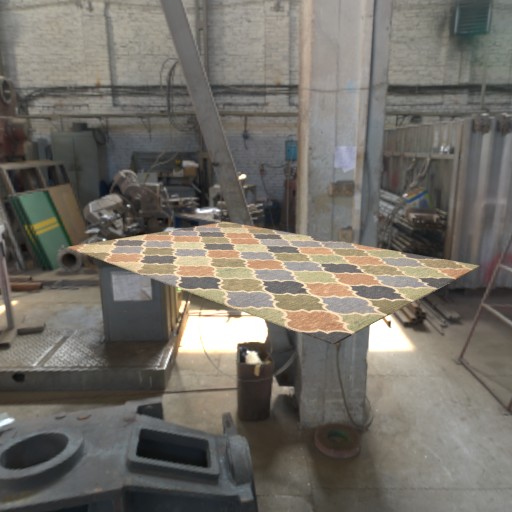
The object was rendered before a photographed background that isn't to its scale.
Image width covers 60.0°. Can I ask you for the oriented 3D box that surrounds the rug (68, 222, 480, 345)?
[{"bbox_3d":[0.000,0.000,2.337,1.828,0.006,1.216,13,19,43],"label":"rug"}]
